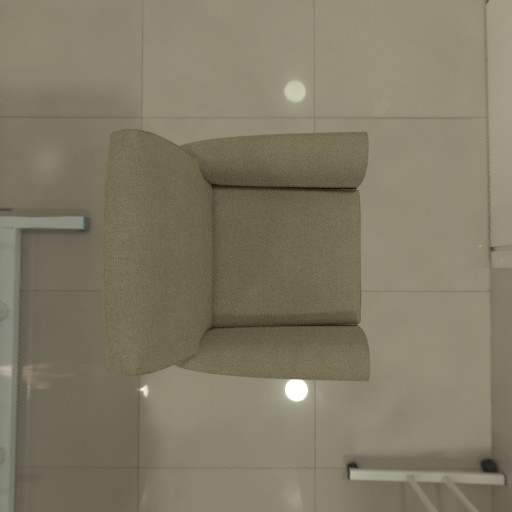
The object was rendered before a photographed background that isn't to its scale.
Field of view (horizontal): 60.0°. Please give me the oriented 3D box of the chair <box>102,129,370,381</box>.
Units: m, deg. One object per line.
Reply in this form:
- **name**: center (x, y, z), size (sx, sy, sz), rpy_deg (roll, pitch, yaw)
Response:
- **chair**: center (0.000, 0.000, 1.798), size (0.905, 1.061, 0.978), rpy_deg (0, 88, 0)
